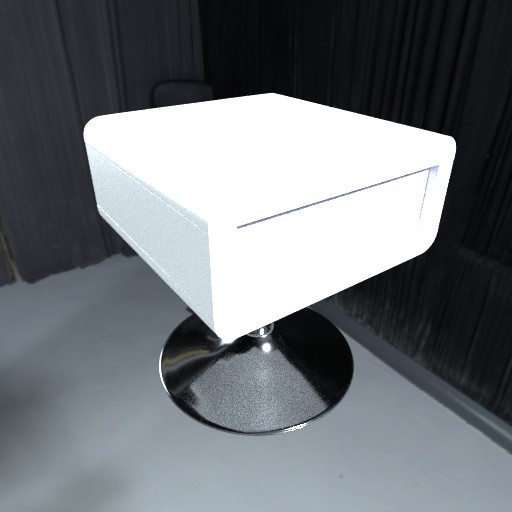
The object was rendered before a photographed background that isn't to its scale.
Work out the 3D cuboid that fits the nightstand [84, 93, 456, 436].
[{"bbox_3d":[0.000,0.000,0.762,0.399,0.447,0.404,-20,35,-30],"label":"nightstand"}]
